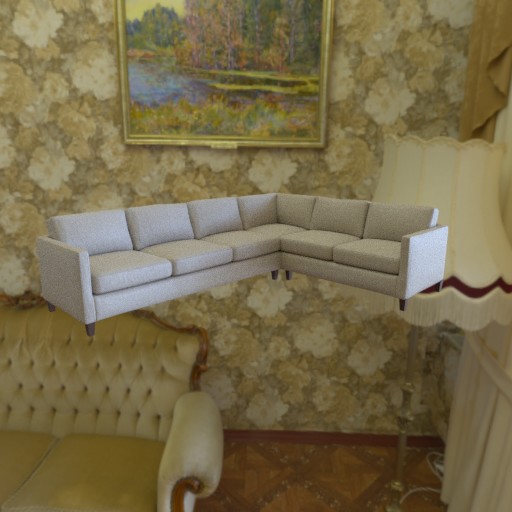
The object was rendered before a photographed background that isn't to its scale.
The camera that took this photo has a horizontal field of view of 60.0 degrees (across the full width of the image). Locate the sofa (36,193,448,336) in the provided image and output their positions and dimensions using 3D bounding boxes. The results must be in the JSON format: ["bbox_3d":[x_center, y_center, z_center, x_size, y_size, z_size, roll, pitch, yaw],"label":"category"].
[{"bbox_3d":[0.000,0.000,4.416,2.522,0.934,3.333,13,19,43],"label":"sofa"}]
